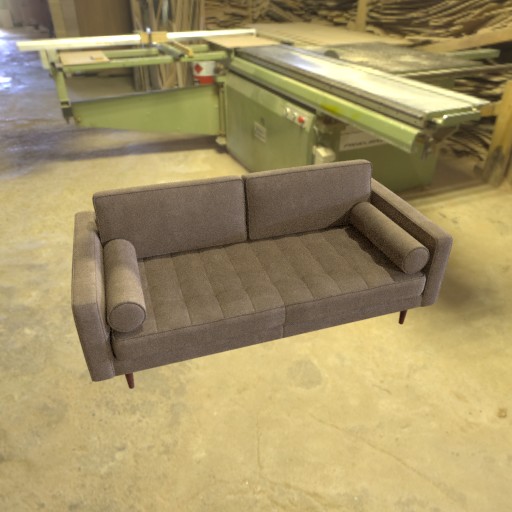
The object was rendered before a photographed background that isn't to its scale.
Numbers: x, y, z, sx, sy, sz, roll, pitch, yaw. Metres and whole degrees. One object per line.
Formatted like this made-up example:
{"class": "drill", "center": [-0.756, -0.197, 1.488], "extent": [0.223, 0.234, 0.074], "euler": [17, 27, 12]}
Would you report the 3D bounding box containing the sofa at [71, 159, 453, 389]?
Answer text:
{"class": "sofa", "center": [0.000, 0.000, 2.452], "extent": [1.883, 0.769, 0.920], "euler": [-10, 34, -15]}
